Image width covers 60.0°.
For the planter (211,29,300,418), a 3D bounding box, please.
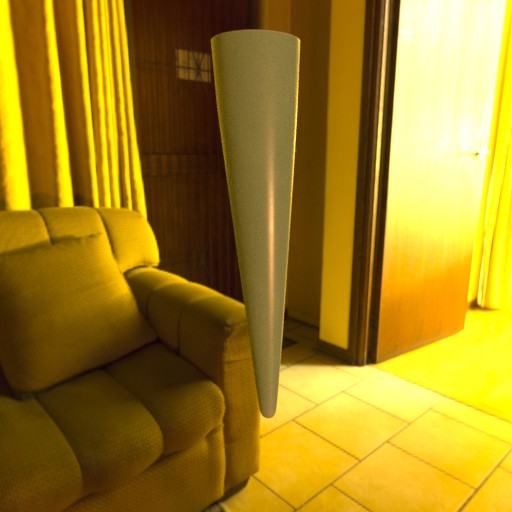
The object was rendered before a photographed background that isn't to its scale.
[{"bbox_3d":[0.000,0.000,0.299,0.054,0.268,0.055,7,15,27],"label":"planter"}]
